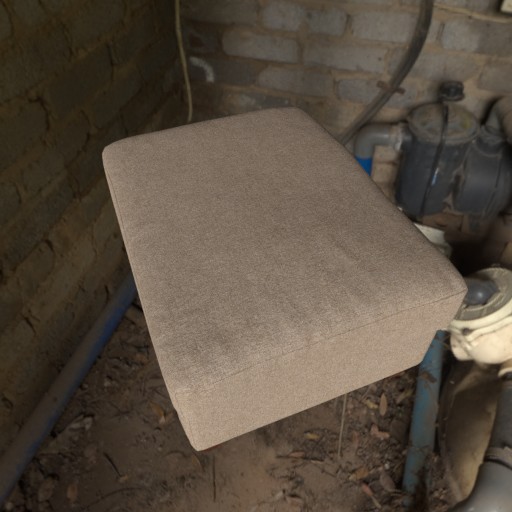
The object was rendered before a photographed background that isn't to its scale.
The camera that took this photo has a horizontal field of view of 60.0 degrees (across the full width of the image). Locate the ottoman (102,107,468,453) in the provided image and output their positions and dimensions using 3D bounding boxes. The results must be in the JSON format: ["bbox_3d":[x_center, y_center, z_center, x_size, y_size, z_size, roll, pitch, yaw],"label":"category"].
[{"bbox_3d":[0.000,0.000,1.301,0.692,0.511,0.889,-16,49,-15],"label":"ottoman"}]
